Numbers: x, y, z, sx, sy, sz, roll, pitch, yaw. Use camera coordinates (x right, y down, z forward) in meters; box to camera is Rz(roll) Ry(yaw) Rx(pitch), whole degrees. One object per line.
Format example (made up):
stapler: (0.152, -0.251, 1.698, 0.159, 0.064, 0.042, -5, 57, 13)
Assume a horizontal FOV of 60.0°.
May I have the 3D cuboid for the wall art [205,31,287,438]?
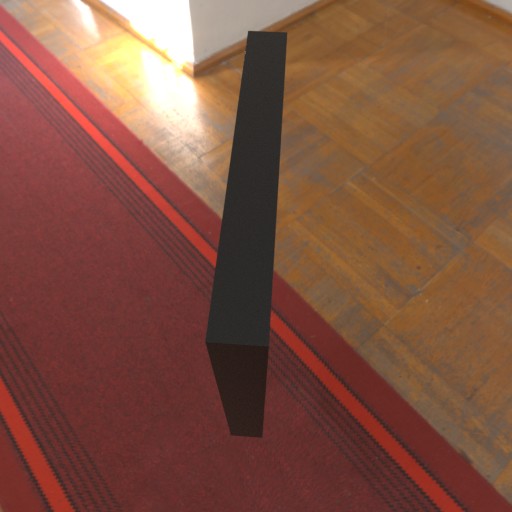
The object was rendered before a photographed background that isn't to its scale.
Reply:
wall art: (0.000, 0.000, 0.461, 0.037, 0.303, 0.304, 4, 59, 2)
